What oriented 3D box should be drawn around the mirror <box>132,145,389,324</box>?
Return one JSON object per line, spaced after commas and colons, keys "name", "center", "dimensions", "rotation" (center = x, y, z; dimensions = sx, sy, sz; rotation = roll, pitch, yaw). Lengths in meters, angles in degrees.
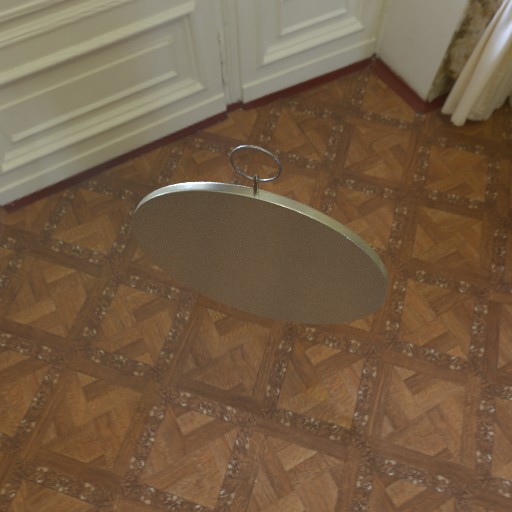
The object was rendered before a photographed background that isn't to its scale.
{"name": "mirror", "center": [0.000, 0.000, 0.975], "dimensions": [0.594, 0.713, 0.020], "rotation": [14, 64, 7]}
